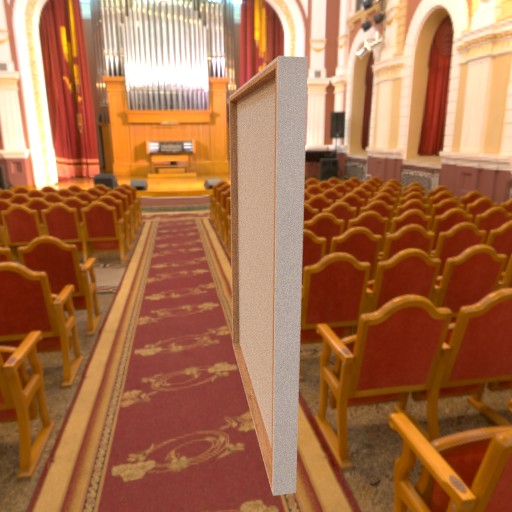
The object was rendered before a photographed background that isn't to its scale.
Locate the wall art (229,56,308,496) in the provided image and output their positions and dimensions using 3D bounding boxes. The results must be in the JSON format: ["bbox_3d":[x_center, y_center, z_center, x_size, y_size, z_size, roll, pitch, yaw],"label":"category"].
[{"bbox_3d":[0.000,0.000,0.828,0.037,0.606,0.508,-3,15,-10],"label":"wall art"}]
